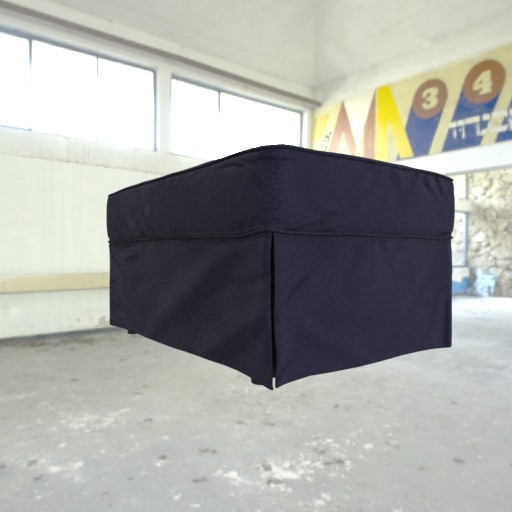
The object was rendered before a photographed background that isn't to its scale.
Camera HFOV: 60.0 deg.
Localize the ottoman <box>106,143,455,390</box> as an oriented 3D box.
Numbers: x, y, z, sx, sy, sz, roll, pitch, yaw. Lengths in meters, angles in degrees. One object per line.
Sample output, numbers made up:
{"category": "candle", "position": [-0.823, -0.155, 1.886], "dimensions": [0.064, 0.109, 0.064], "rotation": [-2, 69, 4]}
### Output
{"category": "ottoman", "position": [0.000, 0.000, 1.320], "dimensions": [0.637, 0.503, 0.938], "rotation": [0, 0, -36]}
